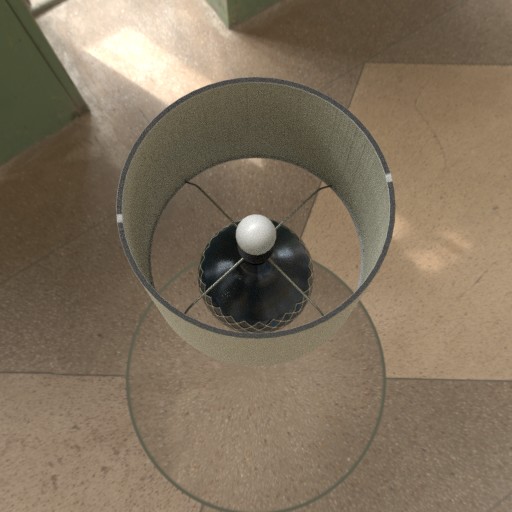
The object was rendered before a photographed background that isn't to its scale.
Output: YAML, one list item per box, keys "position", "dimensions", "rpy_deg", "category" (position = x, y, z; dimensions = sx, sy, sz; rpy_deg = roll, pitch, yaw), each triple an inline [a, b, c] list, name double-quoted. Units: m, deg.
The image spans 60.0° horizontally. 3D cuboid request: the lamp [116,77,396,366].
- position: [0.000, 0.000, 0.776]
  dimensions: [0.376, 0.540, 0.376]
  rpy_deg: [0, 75, 0]
  category: "lamp"
